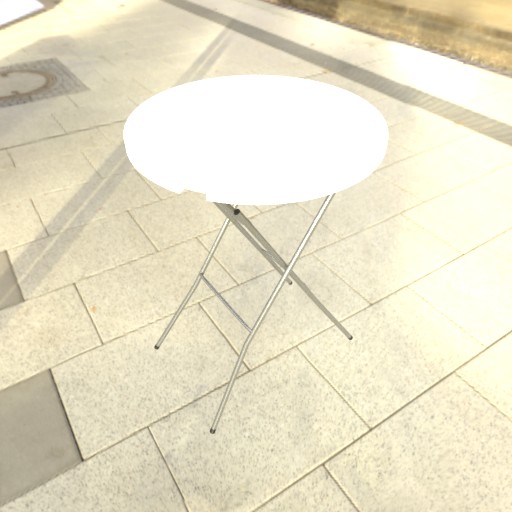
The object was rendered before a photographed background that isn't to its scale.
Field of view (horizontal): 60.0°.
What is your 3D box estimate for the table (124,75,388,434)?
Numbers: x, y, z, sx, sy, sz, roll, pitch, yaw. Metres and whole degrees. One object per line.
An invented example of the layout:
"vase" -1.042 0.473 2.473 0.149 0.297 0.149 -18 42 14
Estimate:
"table" 0.000 0.000 1.715 0.795 1.105 0.792 -25 47 -26
